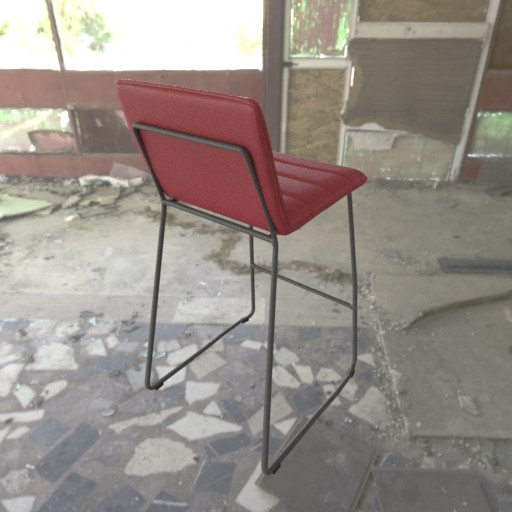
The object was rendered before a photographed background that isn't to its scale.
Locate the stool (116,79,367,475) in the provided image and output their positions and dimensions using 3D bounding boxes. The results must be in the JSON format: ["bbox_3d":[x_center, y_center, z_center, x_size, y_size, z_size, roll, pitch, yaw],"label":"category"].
[{"bbox_3d":[0.000,0.000,1.214,0.489,0.937,0.524,22,36,33],"label":"stool"}]
